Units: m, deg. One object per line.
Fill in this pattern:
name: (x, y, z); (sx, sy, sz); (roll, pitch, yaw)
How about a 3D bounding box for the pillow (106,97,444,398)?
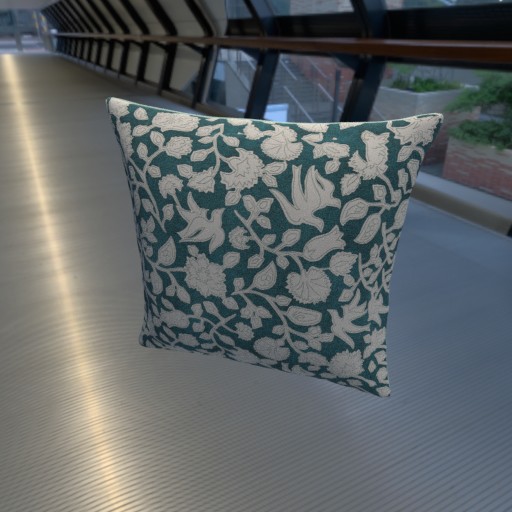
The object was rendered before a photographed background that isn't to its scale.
pillow: (0.000, 0.000, 0.777); (0.525, 0.508, 0.166); (8, 29, 15)
